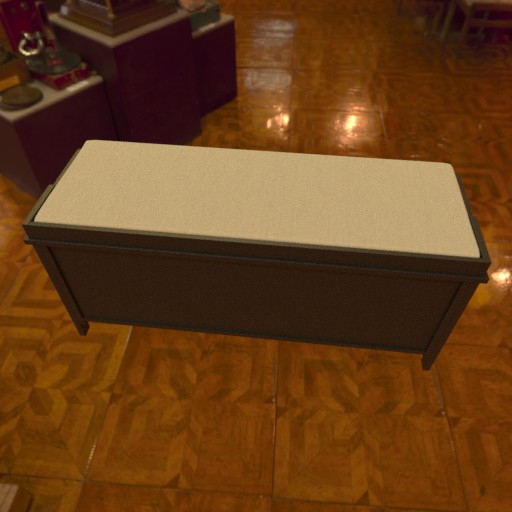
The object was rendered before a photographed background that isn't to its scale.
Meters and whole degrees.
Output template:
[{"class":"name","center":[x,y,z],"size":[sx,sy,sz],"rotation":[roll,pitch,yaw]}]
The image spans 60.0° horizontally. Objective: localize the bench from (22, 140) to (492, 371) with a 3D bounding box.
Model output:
[{"class":"bench","center":[0.000,0.000,1.358],"size":[1.140,0.501,0.398],"rotation":[5,47,4]}]
